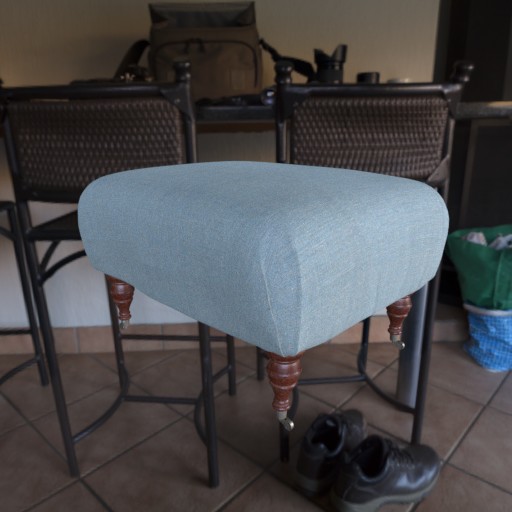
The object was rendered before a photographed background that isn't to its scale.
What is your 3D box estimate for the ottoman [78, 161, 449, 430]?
[{"bbox_3d":[0.000,0.000,1.120,0.747,0.450,0.622,15,22,42],"label":"ottoman"}]
